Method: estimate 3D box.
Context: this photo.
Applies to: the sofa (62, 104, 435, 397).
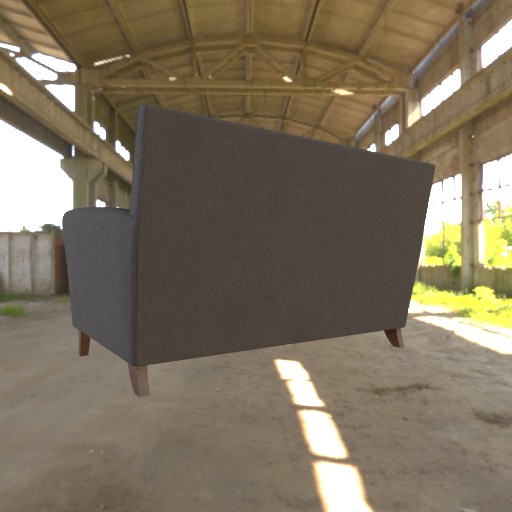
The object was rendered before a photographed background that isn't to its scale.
[{"bbox_3d":[0.000,0.000,1.935,1.420,0.846,0.871,0,0,-35],"label":"sofa"}]
